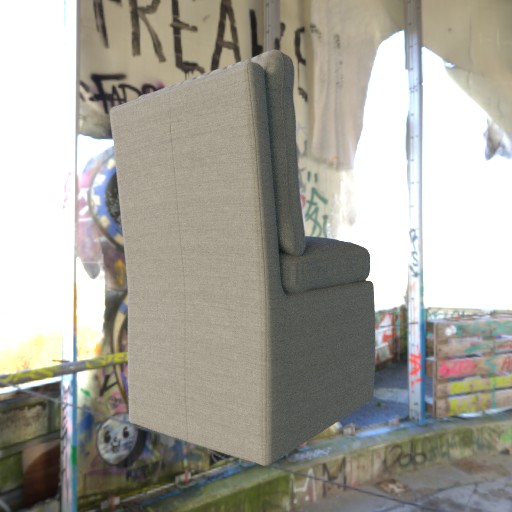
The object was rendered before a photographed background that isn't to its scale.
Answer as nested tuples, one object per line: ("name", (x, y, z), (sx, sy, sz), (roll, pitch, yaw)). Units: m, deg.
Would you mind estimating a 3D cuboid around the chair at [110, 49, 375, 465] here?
("chair", (0.000, 0.000, 1.315), (0.503, 0.927, 0.698), (-1, -2, 36))
